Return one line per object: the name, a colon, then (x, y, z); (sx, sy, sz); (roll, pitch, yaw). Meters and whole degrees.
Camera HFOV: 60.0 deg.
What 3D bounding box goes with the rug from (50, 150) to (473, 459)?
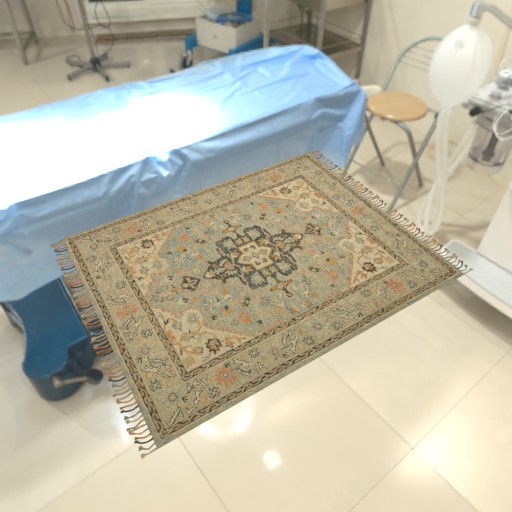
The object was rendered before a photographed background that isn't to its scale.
rug: (0.000, 0.000, 2.232); (1.730, 0.009, 1.278); (-24, 50, -22)
